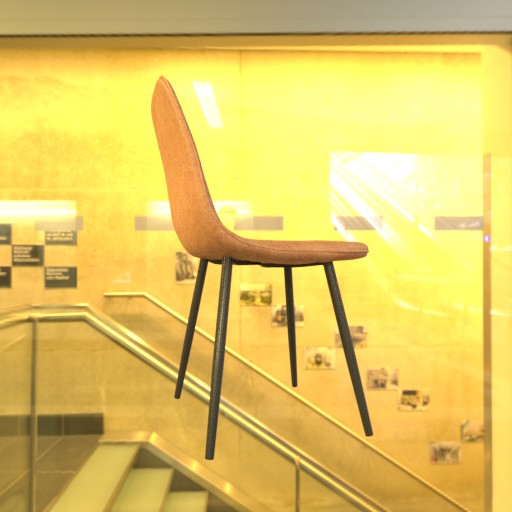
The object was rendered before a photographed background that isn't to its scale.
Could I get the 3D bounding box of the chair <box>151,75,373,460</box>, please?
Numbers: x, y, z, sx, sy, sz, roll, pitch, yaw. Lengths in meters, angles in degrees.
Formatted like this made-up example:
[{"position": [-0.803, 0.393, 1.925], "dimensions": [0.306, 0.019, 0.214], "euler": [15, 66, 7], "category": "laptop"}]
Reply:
[{"position": [0.000, 0.000, 1.238], "dimensions": [0.561, 0.889, 0.472], "euler": [0, -1, -19], "category": "chair"}]
